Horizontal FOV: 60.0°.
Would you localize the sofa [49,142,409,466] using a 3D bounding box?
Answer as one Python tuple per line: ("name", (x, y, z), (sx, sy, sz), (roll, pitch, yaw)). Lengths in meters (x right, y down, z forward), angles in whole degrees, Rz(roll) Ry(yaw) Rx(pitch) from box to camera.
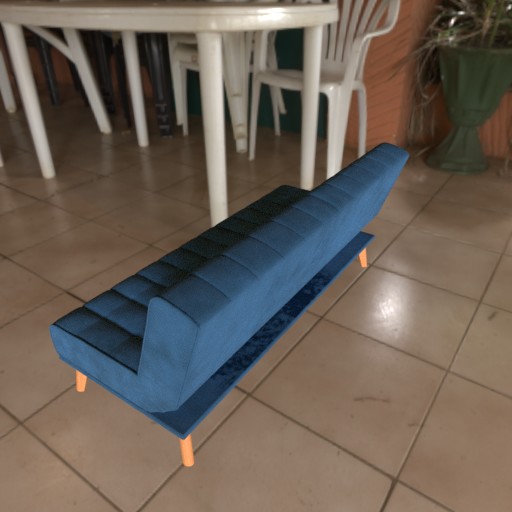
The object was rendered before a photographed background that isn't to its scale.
("sofa", (0.000, 0.000, 2.239), (0.855, 0.813, 1.804), (19, 36, 29))
